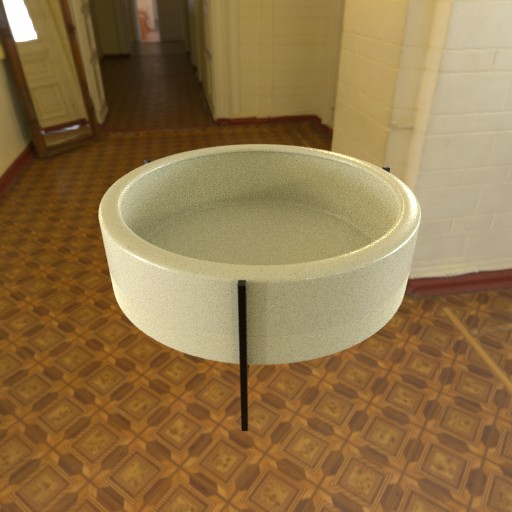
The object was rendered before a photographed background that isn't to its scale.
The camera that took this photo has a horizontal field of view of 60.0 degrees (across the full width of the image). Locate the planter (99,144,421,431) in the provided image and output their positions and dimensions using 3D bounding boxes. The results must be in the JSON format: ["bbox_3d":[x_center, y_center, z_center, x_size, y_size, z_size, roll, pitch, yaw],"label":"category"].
[{"bbox_3d":[0.000,0.000,0.527,0.345,0.171,0.336,20,37,29],"label":"planter"}]
